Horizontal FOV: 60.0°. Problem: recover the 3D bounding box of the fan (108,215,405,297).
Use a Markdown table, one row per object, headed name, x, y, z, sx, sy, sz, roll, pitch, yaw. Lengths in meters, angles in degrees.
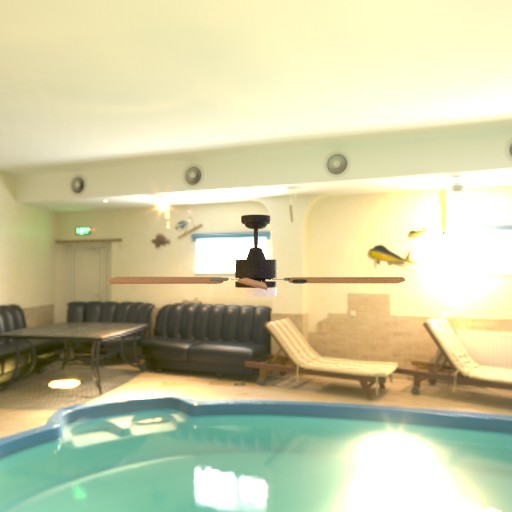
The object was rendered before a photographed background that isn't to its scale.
| name | x | y | z | sx | sy | sz | roll | pitch | yaw |
| --- | --- | --- | --- | --- | --- | --- | --- | --- | --- |
| fan | 0.000 | 0.000 | 1.981 | 1.320 | 0.355 | 1.320 | 0 | -2 | 1 |
